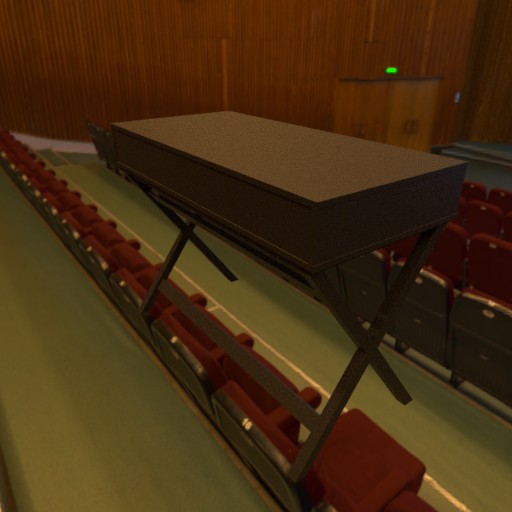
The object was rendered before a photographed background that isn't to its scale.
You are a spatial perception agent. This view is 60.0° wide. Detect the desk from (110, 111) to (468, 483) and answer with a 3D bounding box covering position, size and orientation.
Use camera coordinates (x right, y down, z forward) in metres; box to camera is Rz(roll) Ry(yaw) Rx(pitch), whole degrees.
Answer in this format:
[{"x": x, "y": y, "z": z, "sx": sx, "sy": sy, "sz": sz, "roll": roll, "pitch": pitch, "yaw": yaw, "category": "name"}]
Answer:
[{"x": 0.000, "y": 0.000, "z": 1.497, "sx": 0.504, "sy": 0.780, "sz": 1.057, "roll": -18, "pitch": 31, "yaw": -32, "category": "desk"}]
